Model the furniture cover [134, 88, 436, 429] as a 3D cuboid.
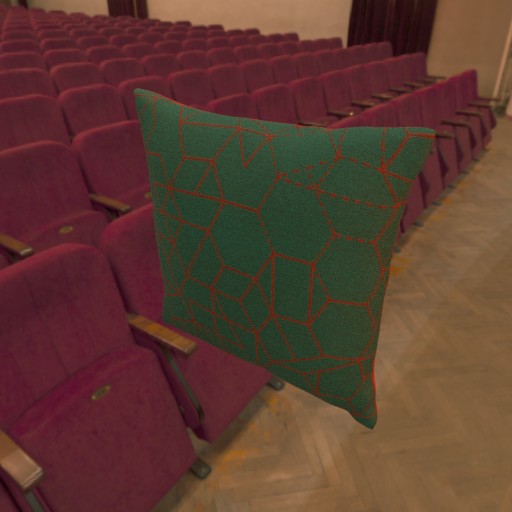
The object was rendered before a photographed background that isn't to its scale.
[{"bbox_3d":[0.000,0.000,0.770,0.517,0.508,0.158,19,34,30],"label":"furniture cover"}]
